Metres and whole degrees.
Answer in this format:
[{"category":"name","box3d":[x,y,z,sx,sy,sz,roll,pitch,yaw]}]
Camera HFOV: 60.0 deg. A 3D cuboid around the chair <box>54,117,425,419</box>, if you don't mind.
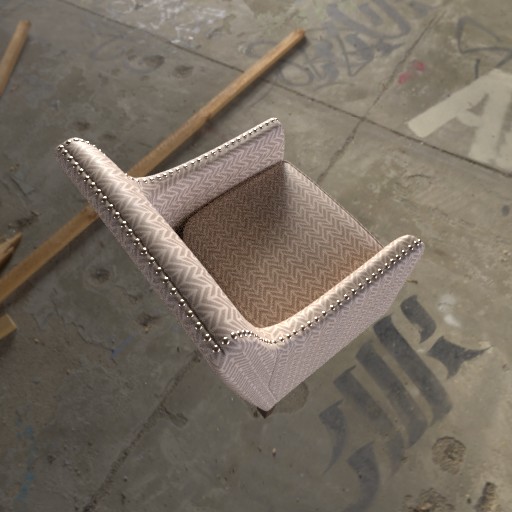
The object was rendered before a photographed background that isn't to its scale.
[{"category":"chair","box3d":[0.000,0.000,1.261,0.651,0.816,0.623,-34,64,-19]}]
